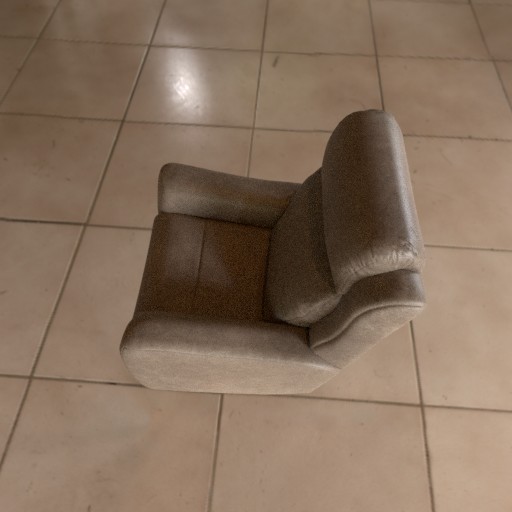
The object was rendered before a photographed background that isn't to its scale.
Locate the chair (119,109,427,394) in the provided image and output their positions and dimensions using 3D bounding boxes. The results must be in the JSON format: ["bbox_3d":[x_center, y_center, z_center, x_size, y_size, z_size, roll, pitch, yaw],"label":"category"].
[{"bbox_3d":[0.000,0.000,1.906,1.068,1.116,0.967,3,57,2],"label":"chair"}]
